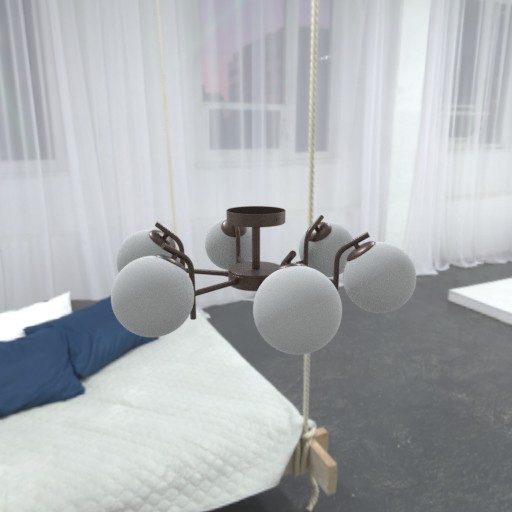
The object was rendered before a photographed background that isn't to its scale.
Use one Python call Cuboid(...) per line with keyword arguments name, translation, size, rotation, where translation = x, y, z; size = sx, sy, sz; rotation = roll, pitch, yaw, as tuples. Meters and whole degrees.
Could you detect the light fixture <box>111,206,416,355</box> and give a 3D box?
Cuboid(name="light fixture", translation=(0.000, 0.000, 0.962), size=(0.662, 0.201, 0.662), rotation=(0, 14, 0))
